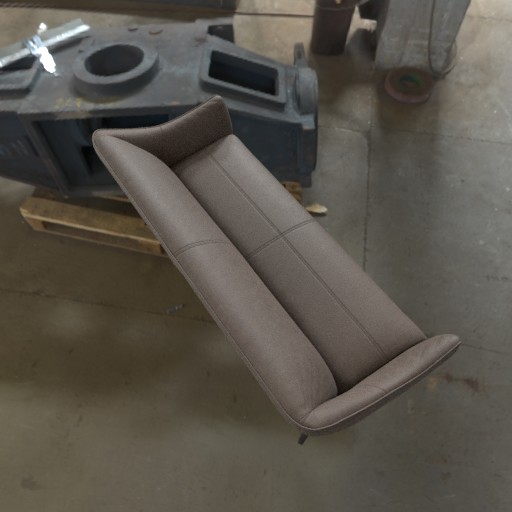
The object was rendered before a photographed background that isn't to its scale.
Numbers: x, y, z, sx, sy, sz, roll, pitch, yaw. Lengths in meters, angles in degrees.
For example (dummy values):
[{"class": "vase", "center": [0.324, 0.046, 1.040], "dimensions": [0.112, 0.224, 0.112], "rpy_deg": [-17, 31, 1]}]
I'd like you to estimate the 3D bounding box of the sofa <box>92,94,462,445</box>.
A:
[{"class": "sofa", "center": [0.000, 0.000, 2.326], "dimensions": [0.869, 0.831, 1.928], "rpy_deg": [-31, 64, -17]}]
